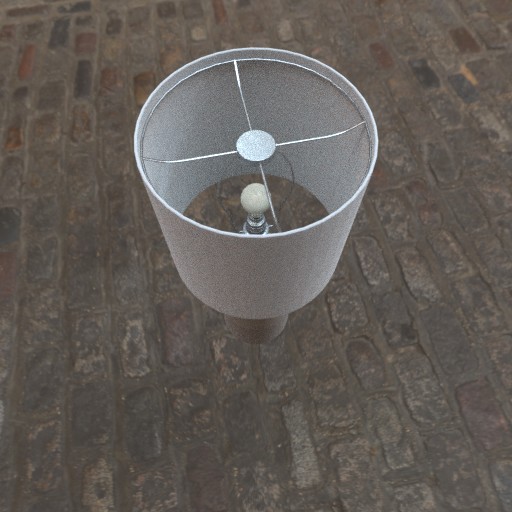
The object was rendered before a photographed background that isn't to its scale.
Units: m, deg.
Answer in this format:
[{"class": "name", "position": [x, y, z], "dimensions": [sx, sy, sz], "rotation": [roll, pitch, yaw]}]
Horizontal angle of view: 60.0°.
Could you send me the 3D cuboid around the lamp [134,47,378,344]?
[{"class": "lamp", "position": [0.000, 0.000, 0.607], "dimensions": [0.212, 0.493, 0.212], "rotation": [-11, 64, -5]}]
